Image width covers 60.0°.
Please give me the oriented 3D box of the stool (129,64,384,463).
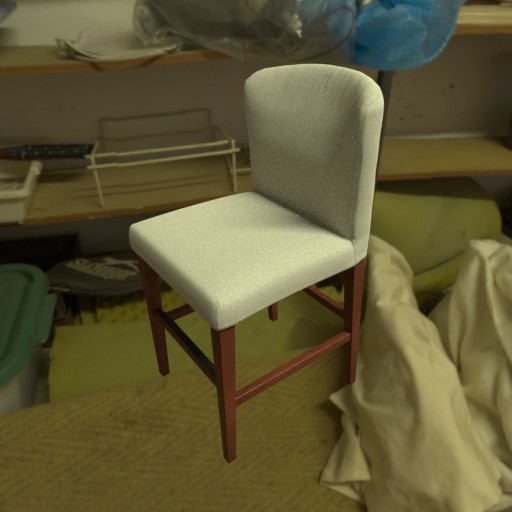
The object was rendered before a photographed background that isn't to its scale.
[{"bbox_3d":[0.000,0.000,1.272,0.568,0.968,0.479,-21,37,-31],"label":"stool"}]
